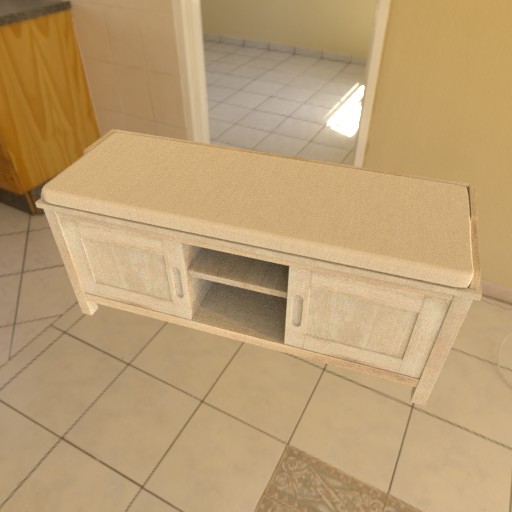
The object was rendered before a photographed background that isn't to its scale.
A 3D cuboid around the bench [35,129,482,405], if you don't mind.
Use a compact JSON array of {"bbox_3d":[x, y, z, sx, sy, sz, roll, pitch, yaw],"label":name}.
[{"bbox_3d":[0.000,0.000,1.351,1.140,0.501,0.398,12,42,14],"label":"bench"}]
